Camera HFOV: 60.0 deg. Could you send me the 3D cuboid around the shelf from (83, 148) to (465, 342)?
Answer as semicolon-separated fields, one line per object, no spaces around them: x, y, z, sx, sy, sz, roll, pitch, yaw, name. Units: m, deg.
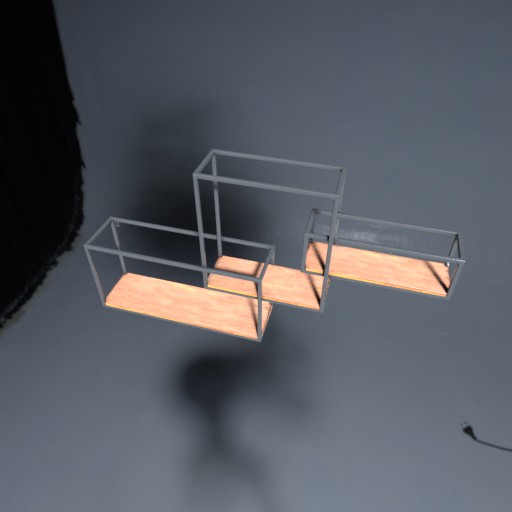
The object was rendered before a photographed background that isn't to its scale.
0.000;0.000;2.186;1.781;0.972;0.275;11;42;12;shelf
